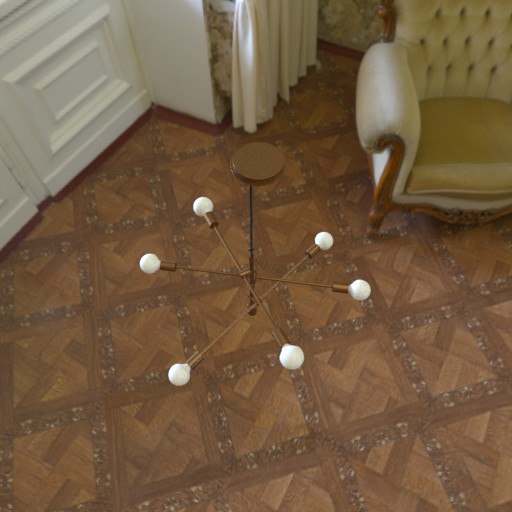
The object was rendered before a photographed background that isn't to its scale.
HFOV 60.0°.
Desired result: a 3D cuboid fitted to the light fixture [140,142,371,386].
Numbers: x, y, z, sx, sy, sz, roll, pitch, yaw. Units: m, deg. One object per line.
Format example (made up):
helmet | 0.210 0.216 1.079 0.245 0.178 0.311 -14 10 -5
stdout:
light fixture | 0.000 0.000 1.266 0.682 0.744 0.637 -14 59 -9
